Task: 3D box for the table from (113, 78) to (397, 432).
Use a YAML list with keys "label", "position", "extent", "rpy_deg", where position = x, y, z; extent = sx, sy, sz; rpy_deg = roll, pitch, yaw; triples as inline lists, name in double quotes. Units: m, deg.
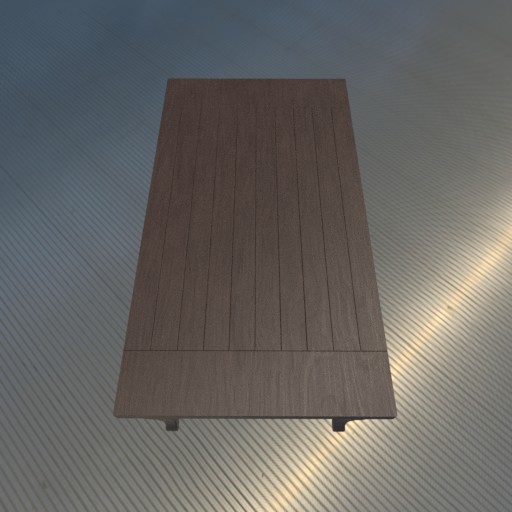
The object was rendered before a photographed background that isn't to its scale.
- label: "table"
  position: [0.000, 0.000, 1.393]
  extent: [0.600, 0.494, 1.062]
  rpy_deg: [0, 59, 0]
